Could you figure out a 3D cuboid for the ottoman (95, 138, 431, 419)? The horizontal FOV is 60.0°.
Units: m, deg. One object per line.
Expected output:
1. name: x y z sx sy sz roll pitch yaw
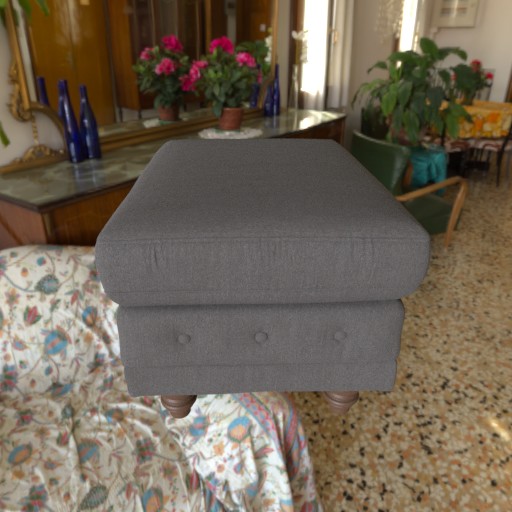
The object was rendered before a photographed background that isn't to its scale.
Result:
1. ottoman: 0.000 0.000 1.137 0.569 0.500 0.771 -1 26 -2
